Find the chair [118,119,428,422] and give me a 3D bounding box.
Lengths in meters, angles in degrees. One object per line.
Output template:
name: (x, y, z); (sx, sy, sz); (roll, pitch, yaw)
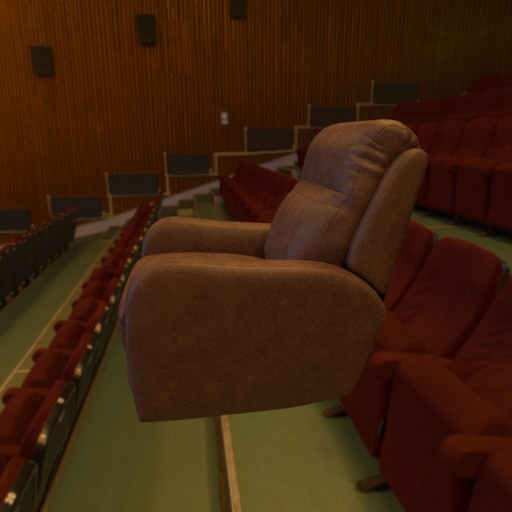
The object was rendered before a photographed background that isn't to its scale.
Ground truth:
chair: (0.000, 0.000, 1.827); (1.067, 1.067, 0.865); (-2, 16, -9)
